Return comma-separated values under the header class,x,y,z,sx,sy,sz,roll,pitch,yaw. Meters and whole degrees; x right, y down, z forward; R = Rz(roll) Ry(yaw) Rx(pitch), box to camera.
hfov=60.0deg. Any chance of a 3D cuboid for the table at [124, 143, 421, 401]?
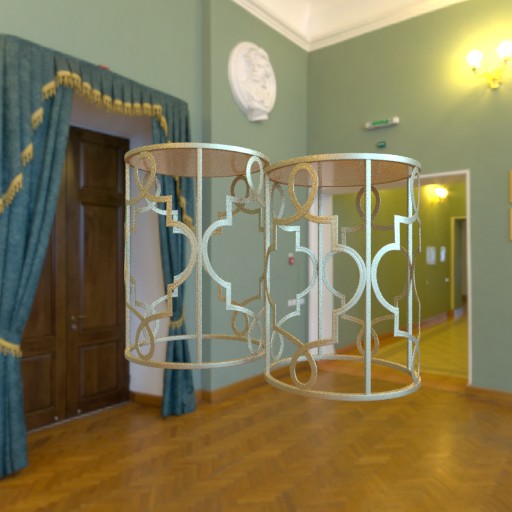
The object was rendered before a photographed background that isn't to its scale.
class,x,y,z,sx,sy,sz,roll,pitch,yaw
table,0.000,0.000,1.186,0.846,0.564,0.420,0,0,37
